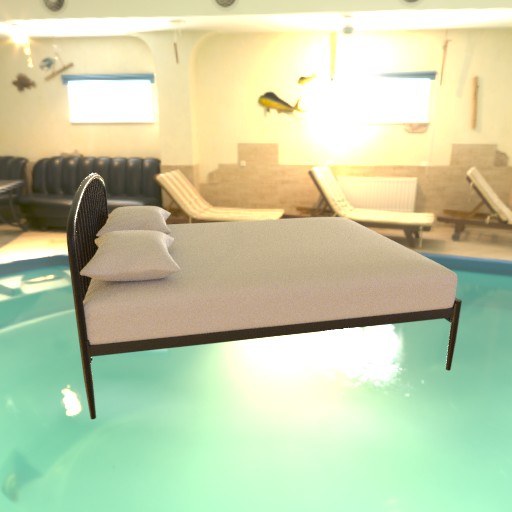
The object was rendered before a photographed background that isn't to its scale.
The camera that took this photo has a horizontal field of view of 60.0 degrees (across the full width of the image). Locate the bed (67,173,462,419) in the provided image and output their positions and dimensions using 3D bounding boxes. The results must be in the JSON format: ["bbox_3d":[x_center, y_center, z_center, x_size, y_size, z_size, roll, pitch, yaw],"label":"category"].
[{"bbox_3d":[0.000,0.000,3.120,2.159,1.166,1.618,-4,18,-12],"label":"bed"}]
